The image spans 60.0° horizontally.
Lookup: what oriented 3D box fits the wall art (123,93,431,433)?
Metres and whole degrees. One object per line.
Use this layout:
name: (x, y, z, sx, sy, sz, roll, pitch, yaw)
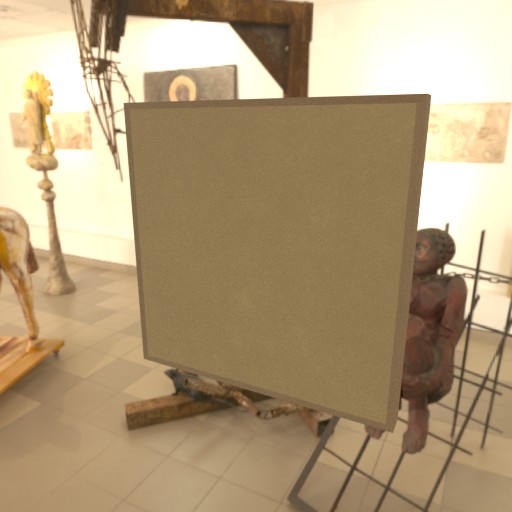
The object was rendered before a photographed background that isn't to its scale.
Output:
wall art: (0.000, 0.000, 0.759, 0.508, 0.506, 0.038, 8, 18, 26)
